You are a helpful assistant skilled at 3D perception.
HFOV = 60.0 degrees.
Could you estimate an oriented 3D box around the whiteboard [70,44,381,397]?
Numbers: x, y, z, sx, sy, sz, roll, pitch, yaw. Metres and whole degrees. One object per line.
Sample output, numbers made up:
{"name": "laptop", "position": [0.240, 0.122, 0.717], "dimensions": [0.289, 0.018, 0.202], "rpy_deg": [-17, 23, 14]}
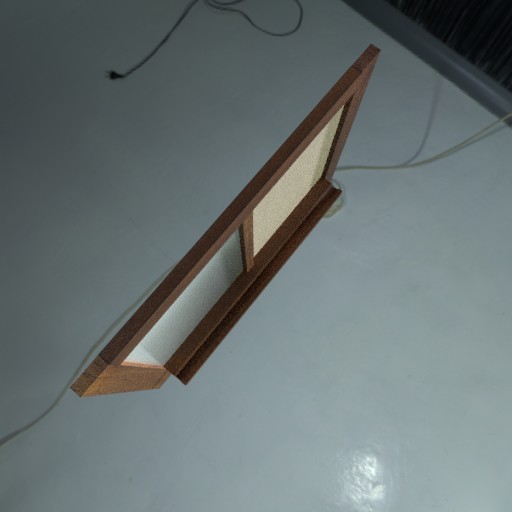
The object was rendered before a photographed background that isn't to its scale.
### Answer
{"name": "whiteboard", "position": [0.000, 0.000, 1.002], "dimensions": [0.083, 0.559, 0.783], "rpy_deg": [38, 78, 10]}
